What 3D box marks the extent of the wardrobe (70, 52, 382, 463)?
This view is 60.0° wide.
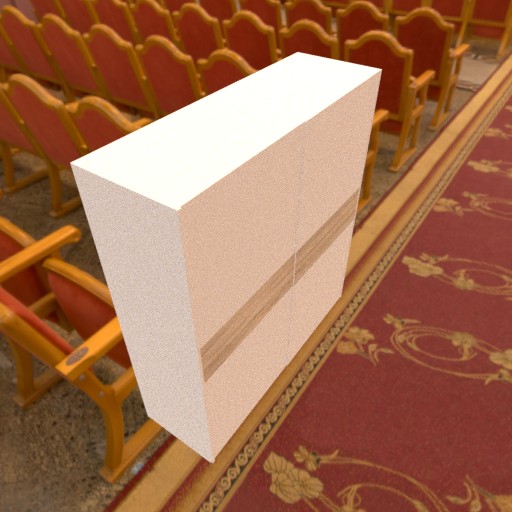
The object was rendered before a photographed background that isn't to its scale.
[{"bbox_3d":[0.000,0.000,2.936,0.600,2.020,1.830,25,47,26],"label":"wardrobe"}]
